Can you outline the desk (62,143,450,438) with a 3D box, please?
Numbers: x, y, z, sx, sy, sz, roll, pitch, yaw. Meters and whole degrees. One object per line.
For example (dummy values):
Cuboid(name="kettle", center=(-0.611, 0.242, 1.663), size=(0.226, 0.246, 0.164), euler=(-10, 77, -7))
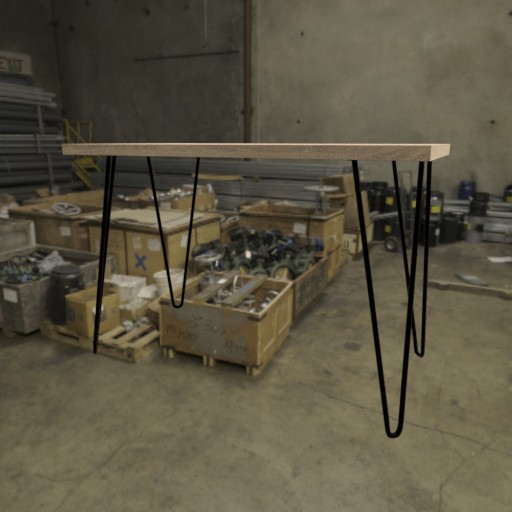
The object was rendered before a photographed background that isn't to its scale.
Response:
Cuboid(name="desk", center=(0.000, 0.000, 1.348), size=(0.991, 0.660, 0.499), euler=(7, 16, 26))
